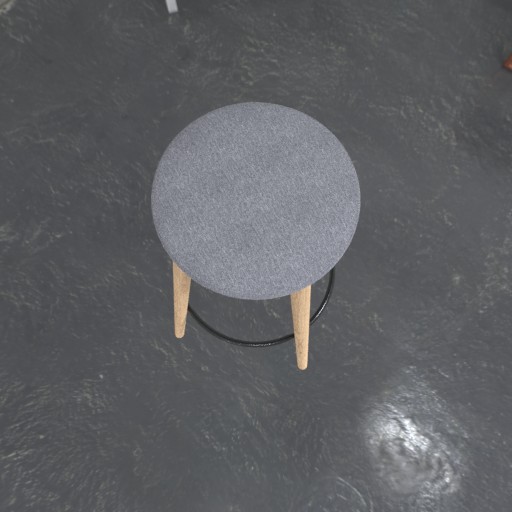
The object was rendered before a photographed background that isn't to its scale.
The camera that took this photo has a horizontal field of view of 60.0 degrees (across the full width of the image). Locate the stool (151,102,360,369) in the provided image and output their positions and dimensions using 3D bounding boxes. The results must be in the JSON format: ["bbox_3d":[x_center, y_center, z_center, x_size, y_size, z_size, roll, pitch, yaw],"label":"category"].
[{"bbox_3d":[0.000,0.000,1.017,0.410,0.770,0.410,14,75,4],"label":"stool"}]
